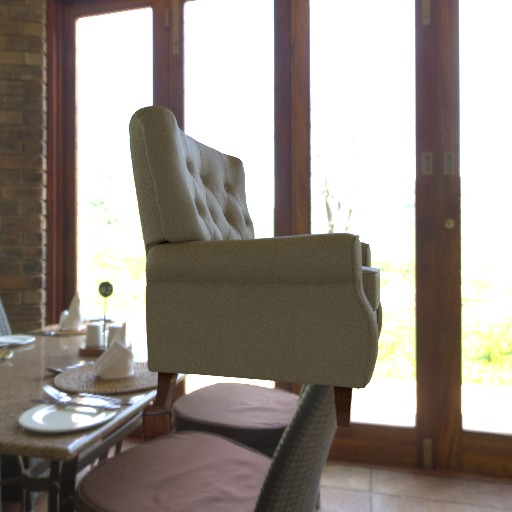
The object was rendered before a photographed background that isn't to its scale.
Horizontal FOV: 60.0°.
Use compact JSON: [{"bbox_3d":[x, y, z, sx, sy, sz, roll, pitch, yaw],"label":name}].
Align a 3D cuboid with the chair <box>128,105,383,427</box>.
[{"bbox_3d":[0.000,0.000,1.945,1.059,1.158,0.943,0,-1,17],"label":"chair"}]
